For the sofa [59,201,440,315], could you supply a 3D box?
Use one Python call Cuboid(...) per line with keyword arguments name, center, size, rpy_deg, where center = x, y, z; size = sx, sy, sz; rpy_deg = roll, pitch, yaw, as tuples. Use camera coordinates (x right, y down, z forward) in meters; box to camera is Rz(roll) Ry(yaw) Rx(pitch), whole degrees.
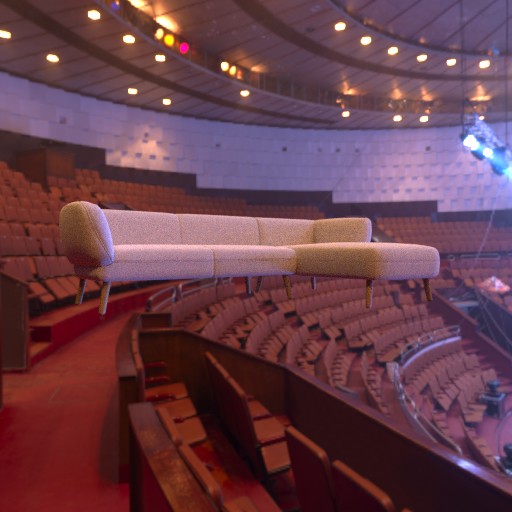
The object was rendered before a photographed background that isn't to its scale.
Cuboid(name="sofa", center=(0.000, 0.000, 3.436), size=(2.660, 0.730, 1.610), rpy_deg=(-1, 1, -35))
